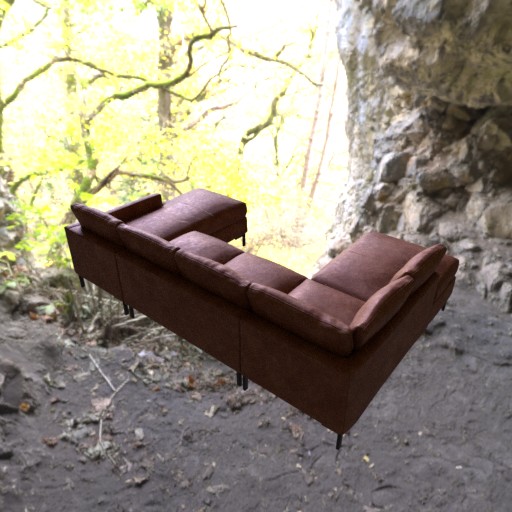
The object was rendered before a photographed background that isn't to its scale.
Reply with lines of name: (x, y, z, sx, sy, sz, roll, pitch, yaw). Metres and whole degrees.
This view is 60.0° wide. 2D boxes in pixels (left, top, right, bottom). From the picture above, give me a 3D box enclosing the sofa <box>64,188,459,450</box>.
sofa: (0.000, 0.000, 3.964, 2.956, 0.900, 1.939, 22, 37, 33)
